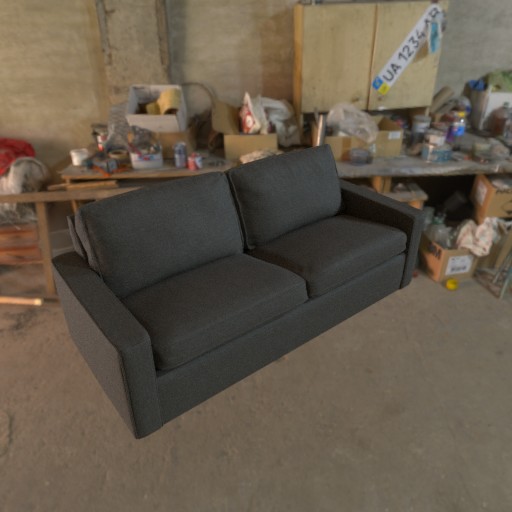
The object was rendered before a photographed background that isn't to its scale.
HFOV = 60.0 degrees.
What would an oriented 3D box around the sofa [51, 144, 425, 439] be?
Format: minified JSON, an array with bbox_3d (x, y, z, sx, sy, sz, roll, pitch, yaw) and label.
[{"bbox_3d":[0.000,0.000,2.625,2.080,0.919,0.940,-22,37,-32],"label":"sofa"}]
